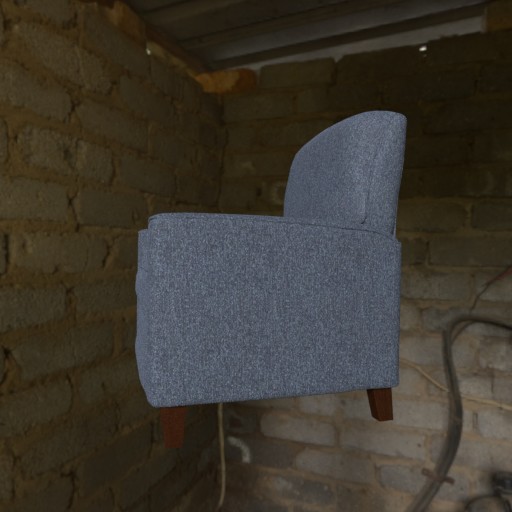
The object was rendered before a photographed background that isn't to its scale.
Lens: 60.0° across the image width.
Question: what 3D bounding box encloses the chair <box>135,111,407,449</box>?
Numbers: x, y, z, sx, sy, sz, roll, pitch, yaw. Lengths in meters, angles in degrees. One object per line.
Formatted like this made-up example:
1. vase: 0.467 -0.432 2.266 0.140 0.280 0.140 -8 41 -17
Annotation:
1. chair: 0.000 0.000 1.627 0.850 1.016 0.839 0 0 -17
